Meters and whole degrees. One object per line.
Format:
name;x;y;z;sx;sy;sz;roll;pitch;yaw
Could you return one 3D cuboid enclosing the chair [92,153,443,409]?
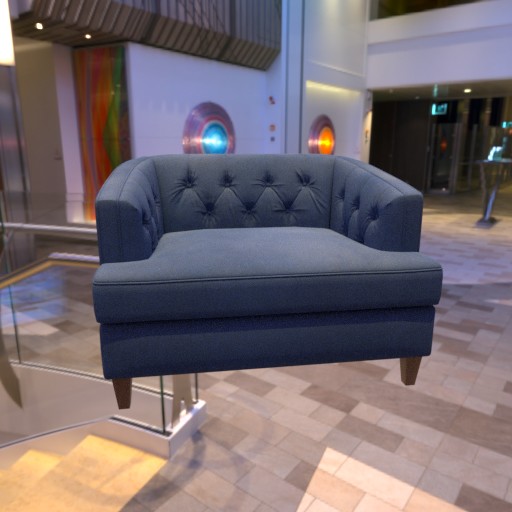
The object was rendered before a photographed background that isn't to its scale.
chair;0.000;0.000;1.785;1.118;0.787;0.914;-2;14;-8
